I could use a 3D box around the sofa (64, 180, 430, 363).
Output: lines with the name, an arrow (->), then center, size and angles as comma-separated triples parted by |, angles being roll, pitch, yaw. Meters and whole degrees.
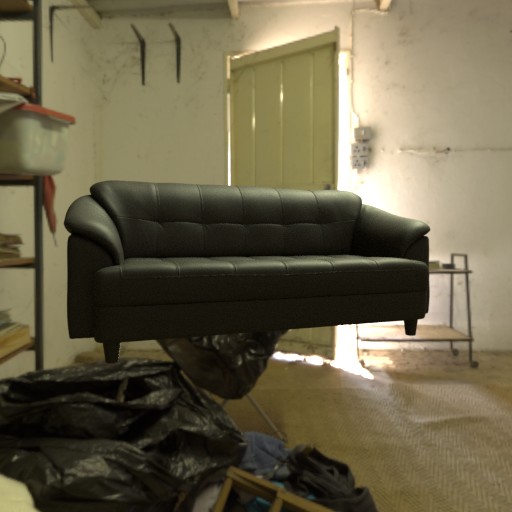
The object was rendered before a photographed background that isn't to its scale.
sofa -> 0.000, 0.000, 2.313 | 1.829, 0.811, 0.800 | -1, 2, -20
